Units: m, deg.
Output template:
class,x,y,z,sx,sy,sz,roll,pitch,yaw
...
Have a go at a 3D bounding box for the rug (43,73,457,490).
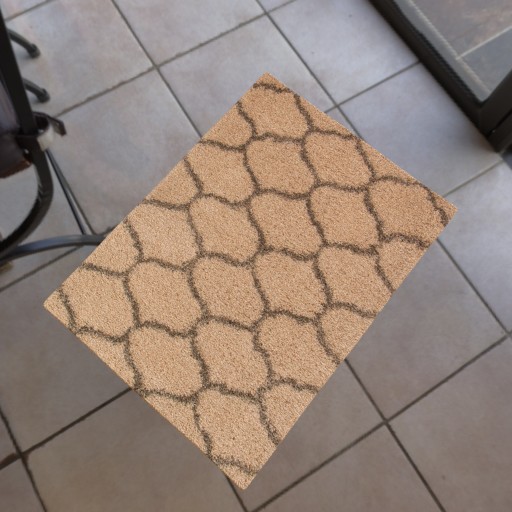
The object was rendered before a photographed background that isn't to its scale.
class,x,y,z,sx,sy,sz,roll,pitch,yaw
rug,0.000,0.000,2.072,1.200,0.025,1.600,39,79,9
